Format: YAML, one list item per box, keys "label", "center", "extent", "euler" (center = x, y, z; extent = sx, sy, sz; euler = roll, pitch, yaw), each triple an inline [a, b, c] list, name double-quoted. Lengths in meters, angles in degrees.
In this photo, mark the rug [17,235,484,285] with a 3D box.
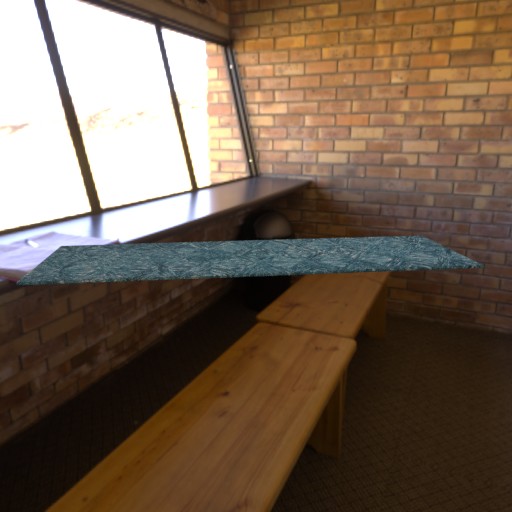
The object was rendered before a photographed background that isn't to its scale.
- label: "rug"
  center: [0.000, 0.000, 2.475]
  extent: [2.286, 0.016, 0.676]
  euler: [-2, 16, -7]
